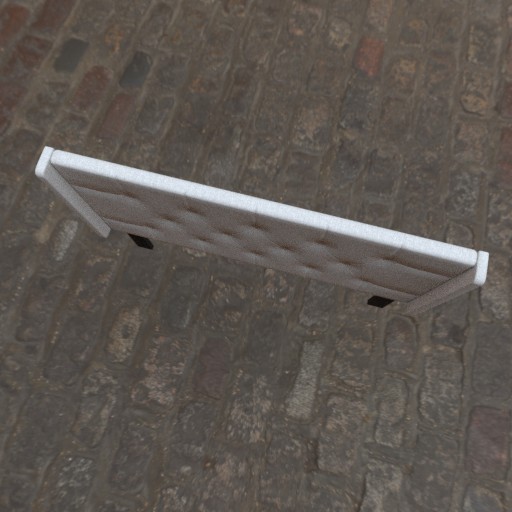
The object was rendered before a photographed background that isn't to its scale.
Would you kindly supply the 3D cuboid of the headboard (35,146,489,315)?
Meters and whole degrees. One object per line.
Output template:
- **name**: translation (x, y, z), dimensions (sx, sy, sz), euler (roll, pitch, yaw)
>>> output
- **headboard**: translation (0.000, 0.000, 2.696), dimensions (2.051, 1.524, 0.184), euler (14, 74, 4)
